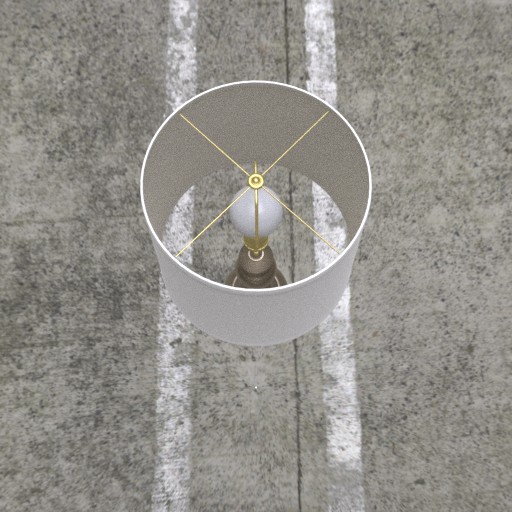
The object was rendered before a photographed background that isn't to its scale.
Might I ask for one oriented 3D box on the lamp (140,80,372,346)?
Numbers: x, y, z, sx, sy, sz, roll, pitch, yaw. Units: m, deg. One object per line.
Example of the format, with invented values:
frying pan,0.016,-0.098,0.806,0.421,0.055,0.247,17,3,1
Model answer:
lamp,0.000,0.000,0.797,0.328,0.619,0.328,0,73,0
